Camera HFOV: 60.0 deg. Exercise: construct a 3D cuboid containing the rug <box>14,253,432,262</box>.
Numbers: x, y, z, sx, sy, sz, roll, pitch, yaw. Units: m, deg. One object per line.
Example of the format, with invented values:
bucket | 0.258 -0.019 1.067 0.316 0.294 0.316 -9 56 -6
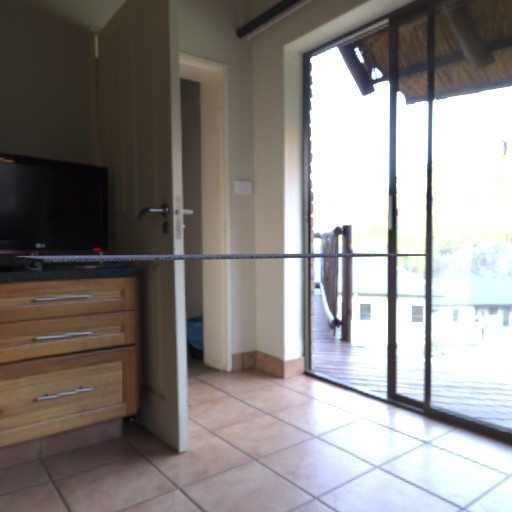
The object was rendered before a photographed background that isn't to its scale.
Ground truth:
rug | 0.000 0.000 2.459 2.296 0.011 0.691 -1 1 -36
